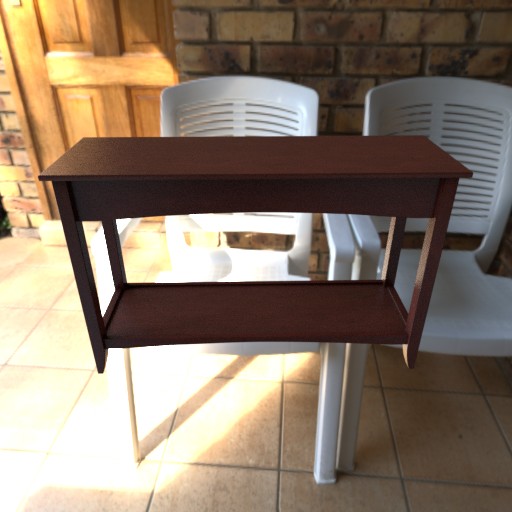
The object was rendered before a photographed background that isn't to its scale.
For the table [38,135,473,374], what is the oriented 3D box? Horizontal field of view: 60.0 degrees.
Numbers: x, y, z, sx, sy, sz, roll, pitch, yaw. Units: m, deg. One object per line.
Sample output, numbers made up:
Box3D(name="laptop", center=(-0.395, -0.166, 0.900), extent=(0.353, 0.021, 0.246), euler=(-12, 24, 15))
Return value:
Box3D(name="table", center=(0.000, 0.000, 1.558), extent=(1.188, 0.739, 0.392), euler=(-1, 30, -1))
